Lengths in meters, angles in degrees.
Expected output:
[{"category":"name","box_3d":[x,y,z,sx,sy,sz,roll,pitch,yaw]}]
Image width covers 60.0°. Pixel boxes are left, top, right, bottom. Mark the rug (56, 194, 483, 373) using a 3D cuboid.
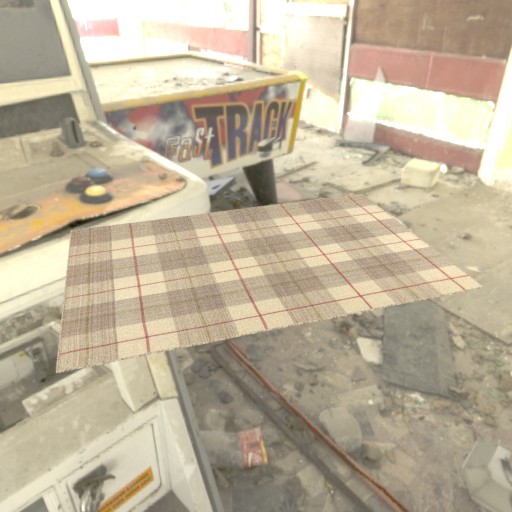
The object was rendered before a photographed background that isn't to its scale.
[{"category":"rug","box_3d":[0.000,0.000,3.043,2.464,0.010,1.549,-9,32,-15]}]
